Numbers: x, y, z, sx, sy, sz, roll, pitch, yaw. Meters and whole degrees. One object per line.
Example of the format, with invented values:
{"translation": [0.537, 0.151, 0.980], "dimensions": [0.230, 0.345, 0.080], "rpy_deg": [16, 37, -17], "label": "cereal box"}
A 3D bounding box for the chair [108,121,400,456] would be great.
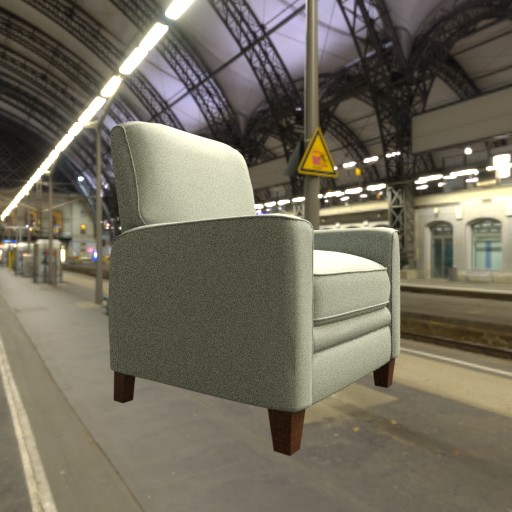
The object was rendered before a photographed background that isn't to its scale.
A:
{"translation": [0.000, 0.000, 1.644], "dimensions": [0.846, 1.007, 0.853], "rpy_deg": [0, 0, 36], "label": "chair"}
